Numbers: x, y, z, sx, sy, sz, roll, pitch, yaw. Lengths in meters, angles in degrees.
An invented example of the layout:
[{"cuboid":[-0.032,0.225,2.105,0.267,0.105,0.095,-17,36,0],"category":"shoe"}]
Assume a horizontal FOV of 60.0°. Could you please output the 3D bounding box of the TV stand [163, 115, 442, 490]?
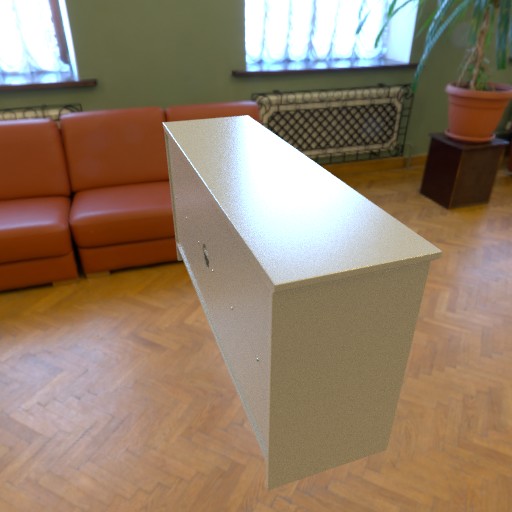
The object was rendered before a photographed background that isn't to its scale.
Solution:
[{"cuboid":[0.000,0.000,1.423,0.344,0.603,1.167,-10,32,-17],"category":"TV stand"}]
